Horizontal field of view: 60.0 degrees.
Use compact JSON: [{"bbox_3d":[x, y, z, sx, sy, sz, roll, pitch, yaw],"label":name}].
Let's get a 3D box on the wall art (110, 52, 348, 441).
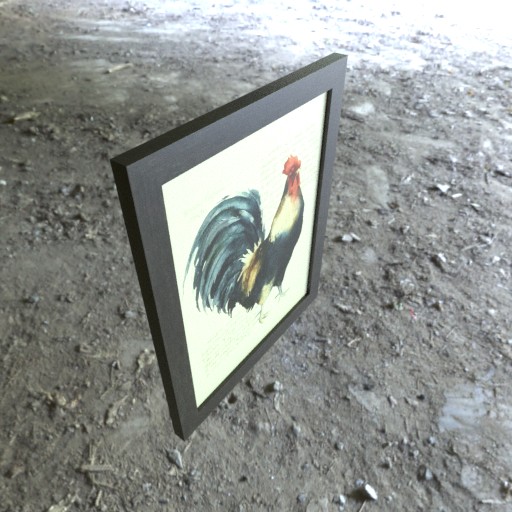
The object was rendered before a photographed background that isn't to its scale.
[{"bbox_3d":[0.000,0.000,0.798,0.027,0.580,0.479,26,47,27],"label":"wall art"}]
